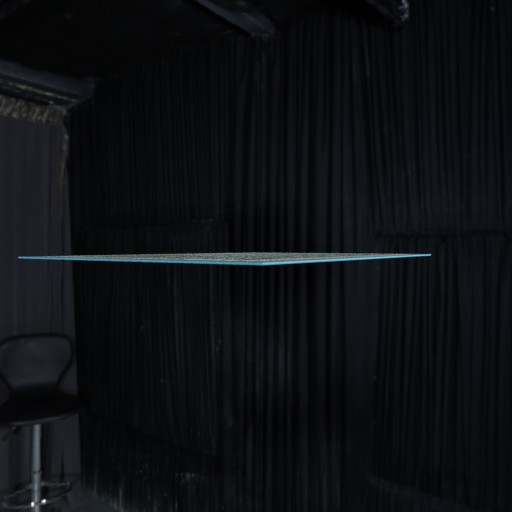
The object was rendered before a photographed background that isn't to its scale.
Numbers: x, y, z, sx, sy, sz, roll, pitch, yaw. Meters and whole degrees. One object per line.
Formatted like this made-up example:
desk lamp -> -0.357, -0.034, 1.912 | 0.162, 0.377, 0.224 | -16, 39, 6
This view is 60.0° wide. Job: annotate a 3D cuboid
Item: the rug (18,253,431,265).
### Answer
rug -> 0.000, 0.000, 3.925 | 2.226, 0.015, 3.044 | 1, 1, 35
